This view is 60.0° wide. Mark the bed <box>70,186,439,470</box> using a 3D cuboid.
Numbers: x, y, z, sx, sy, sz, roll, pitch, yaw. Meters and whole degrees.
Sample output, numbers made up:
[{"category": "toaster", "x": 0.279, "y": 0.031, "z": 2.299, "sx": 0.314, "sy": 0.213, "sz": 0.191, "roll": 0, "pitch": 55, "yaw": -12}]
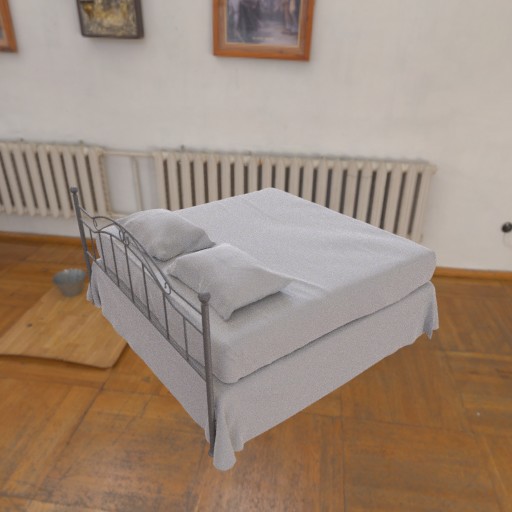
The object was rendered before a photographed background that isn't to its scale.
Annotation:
[{"category": "bed", "x": 0.000, "y": 0.000, "z": 3.584, "sx": 2.220, "sy": 1.080, "sz": 2.309, "roll": -19, "pitch": 32, "yaw": -32}]
